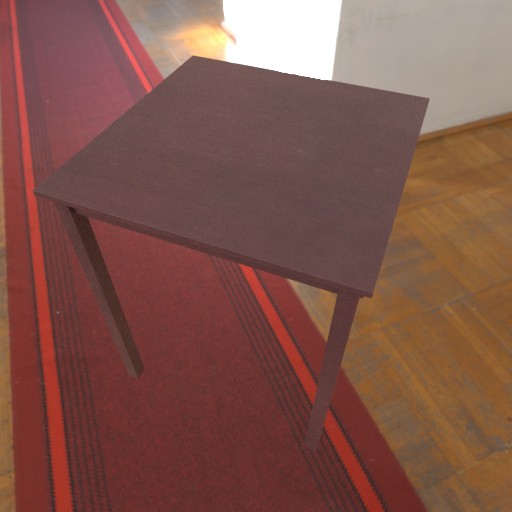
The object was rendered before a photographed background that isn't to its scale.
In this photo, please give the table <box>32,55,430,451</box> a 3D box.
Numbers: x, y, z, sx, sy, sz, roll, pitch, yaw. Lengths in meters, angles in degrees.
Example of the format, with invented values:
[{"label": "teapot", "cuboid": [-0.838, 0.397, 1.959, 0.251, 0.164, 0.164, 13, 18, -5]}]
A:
[{"label": "table", "cuboid": [0.000, 0.000, 1.635, 0.861, 0.991, 0.861, 17, 49, 15]}]
